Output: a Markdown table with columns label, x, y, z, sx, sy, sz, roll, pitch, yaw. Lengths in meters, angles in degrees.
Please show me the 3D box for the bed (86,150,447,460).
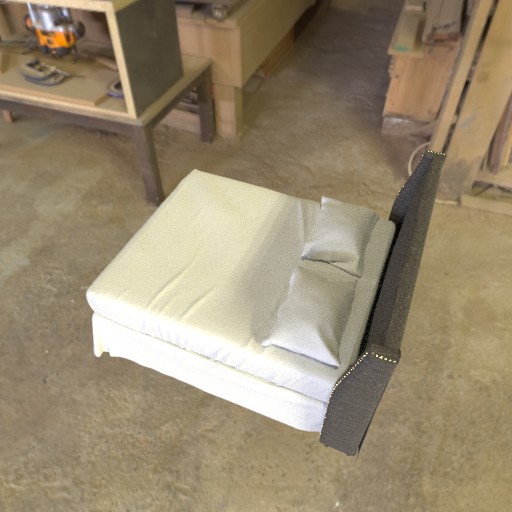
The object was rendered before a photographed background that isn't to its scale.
| label | x | y | z | sx | sy | sz | roll | pitch | yaw |
| --- | --- | --- | --- | --- | --- | --- | --- | --- | --- |
| bed | 0.000 | 0.000 | 3.437 | 2.276 | 1.332 | 1.925 | 17 | 49 | 16 |
